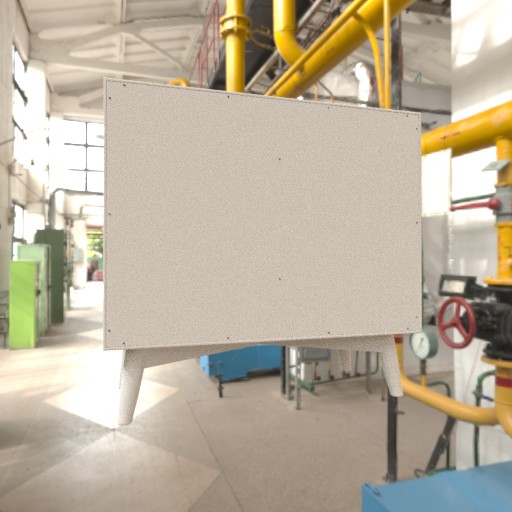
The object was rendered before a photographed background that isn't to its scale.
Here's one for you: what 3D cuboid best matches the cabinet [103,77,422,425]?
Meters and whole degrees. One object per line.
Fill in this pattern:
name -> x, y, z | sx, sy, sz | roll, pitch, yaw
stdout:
cabinet -> 0.000, 0.000, 1.251 | 0.800, 0.761, 0.398 | 0, 0, -17
